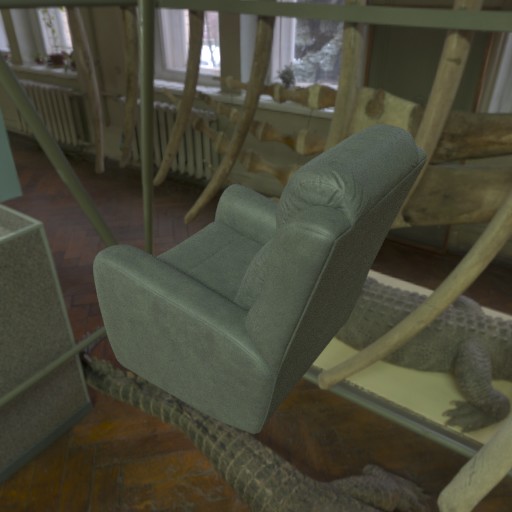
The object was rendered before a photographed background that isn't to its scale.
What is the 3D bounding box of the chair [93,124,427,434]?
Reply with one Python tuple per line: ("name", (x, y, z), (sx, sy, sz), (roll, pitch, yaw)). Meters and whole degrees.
("chair", (0.000, 0.000, 1.905), (1.068, 1.116, 0.965), (19, 36, 29))
